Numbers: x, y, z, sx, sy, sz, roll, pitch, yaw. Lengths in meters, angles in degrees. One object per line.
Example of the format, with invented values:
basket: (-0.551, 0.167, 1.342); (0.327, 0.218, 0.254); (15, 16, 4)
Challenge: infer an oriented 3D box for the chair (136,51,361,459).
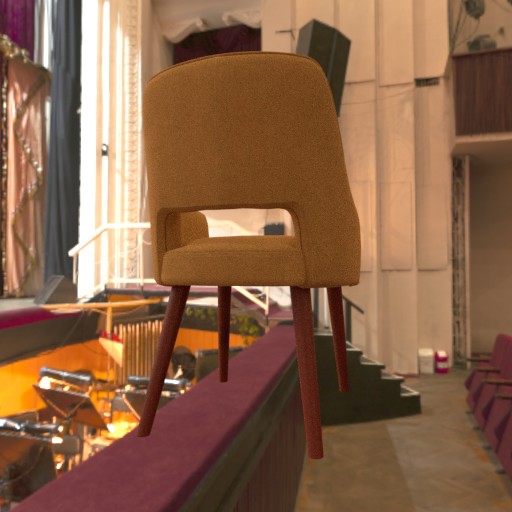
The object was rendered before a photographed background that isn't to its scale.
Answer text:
chair: (0.000, 0.000, 1.217); (0.548, 0.849, 0.605); (-1, -2, 17)
